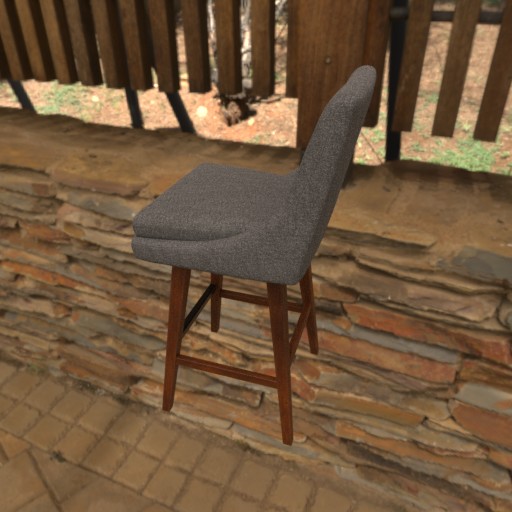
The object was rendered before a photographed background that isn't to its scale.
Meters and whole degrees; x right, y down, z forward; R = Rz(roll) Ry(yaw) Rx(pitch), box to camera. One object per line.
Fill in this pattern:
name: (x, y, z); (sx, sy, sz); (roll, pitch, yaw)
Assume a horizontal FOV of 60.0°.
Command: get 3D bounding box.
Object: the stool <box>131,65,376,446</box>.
stool: (0.000, 0.000, 1.368); (0.572, 1.068, 0.489); (9, 32, 15)
